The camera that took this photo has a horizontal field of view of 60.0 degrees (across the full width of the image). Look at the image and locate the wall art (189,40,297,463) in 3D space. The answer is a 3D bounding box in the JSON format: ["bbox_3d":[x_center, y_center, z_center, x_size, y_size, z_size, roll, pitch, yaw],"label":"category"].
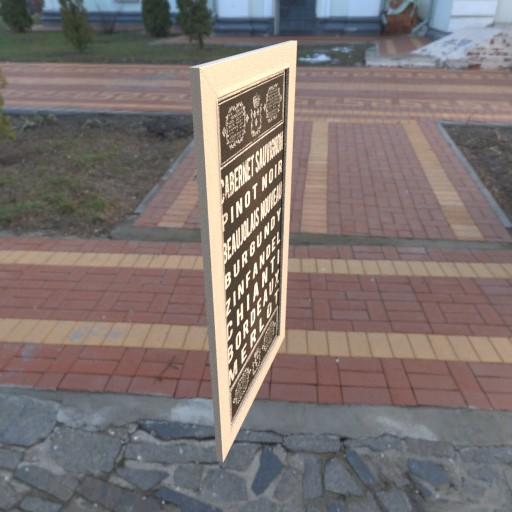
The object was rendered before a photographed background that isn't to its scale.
[{"bbox_3d":[0.000,0.000,0.809,0.013,0.683,0.380,11,32,18],"label":"wall art"}]
